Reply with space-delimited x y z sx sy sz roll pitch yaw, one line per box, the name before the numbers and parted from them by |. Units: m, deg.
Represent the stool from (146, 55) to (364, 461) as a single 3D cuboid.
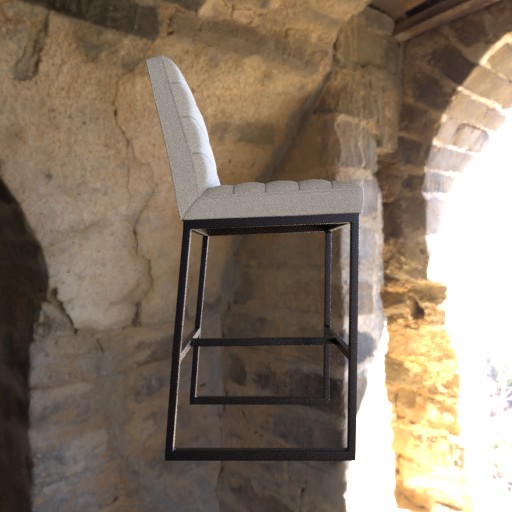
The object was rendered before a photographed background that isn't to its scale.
stool | 0.000 0.000 1.342 0.560 1.040 0.460 0 0 0
